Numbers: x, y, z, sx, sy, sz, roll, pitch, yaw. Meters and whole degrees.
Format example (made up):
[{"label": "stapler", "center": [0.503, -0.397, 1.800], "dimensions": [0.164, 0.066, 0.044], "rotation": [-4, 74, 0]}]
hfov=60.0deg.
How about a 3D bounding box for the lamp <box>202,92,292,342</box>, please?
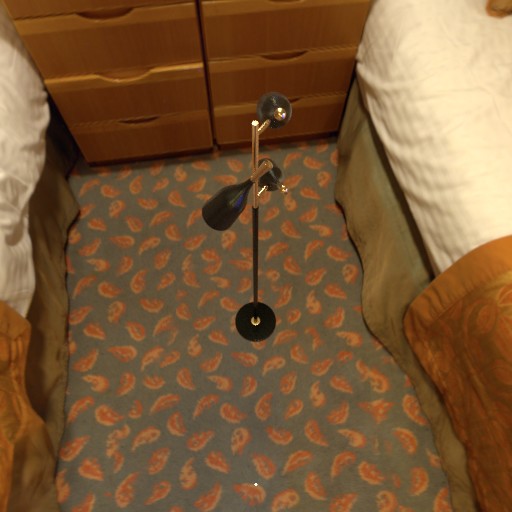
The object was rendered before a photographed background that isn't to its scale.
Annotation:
[{"label": "lamp", "center": [0.000, 0.000, 1.956], "dimensions": [0.253, 1.778, 0.434], "rotation": [32, 67, 15]}]
